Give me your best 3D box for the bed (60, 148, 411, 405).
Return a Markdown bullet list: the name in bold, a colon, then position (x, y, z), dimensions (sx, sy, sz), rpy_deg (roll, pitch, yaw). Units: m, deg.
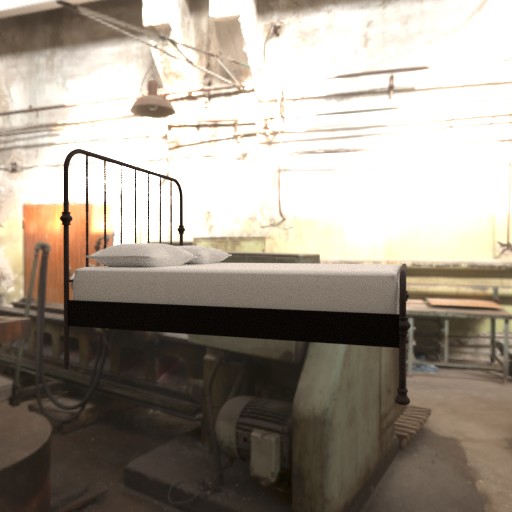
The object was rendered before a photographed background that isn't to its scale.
- **bed**: position (0.000, 0.000, 3.251), dimensions (2.134, 1.446, 1.616), rpy_deg (0, 1, 19)
